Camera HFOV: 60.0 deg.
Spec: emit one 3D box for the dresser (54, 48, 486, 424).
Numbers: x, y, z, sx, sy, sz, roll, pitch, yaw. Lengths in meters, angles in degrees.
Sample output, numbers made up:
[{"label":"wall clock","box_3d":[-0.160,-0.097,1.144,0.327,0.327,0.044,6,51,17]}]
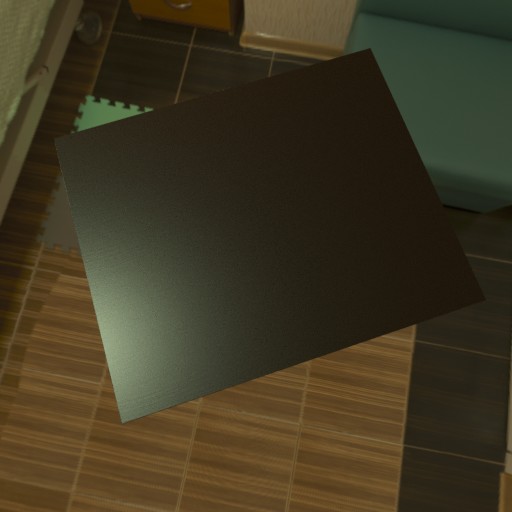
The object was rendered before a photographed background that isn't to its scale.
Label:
[{"label":"dresser","box_3d":[0.000,0.000,0.728,0.400,0.470,0.360,-18,76,-4]}]
